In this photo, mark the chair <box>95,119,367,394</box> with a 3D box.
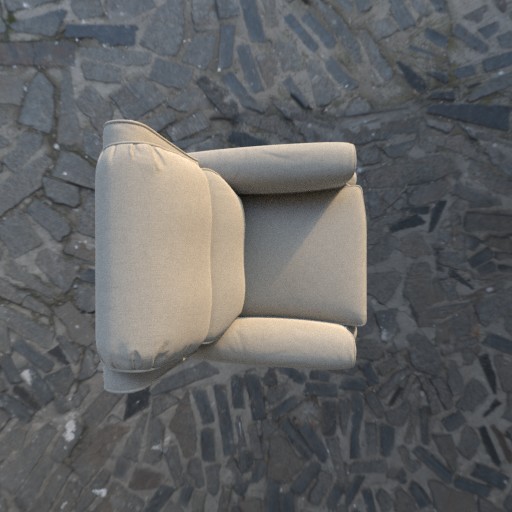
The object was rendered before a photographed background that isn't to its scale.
[{"bbox_3d":[0.000,0.000,1.718,0.919,1.046,0.859,0,90,0],"label":"chair"}]
